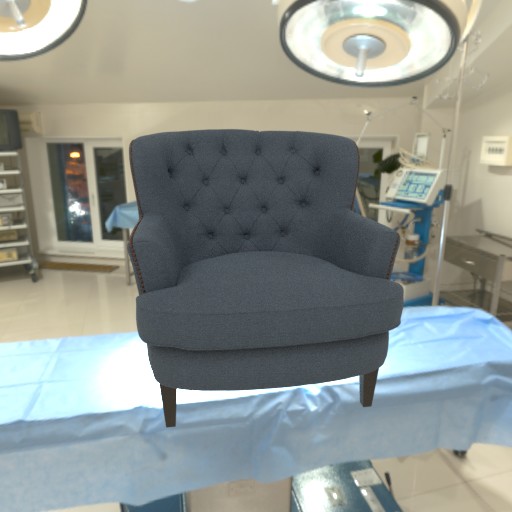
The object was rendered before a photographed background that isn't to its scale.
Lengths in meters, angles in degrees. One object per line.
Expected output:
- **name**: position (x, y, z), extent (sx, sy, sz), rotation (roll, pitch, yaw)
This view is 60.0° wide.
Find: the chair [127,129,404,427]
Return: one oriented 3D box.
- **chair**: position (0.000, 0.000, 1.554), extent (0.848, 0.868, 0.906), rotation (-3, 15, -9)
